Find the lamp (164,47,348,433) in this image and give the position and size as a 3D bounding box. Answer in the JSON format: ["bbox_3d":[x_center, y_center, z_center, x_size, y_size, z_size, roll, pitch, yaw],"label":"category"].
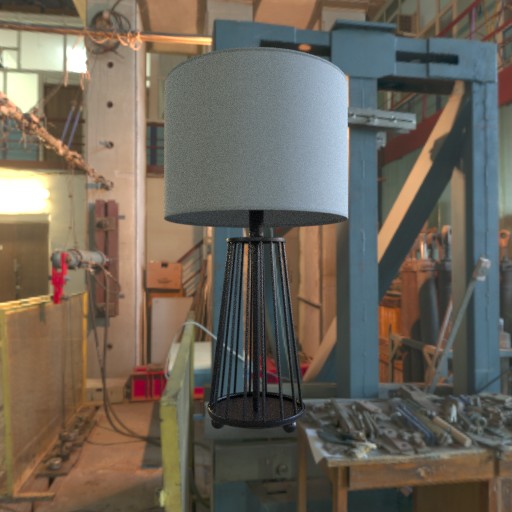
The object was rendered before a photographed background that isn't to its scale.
[{"bbox_3d":[0.000,0.000,0.789,0.322,0.593,0.322,-1,-1,36],"label":"lamp"}]
